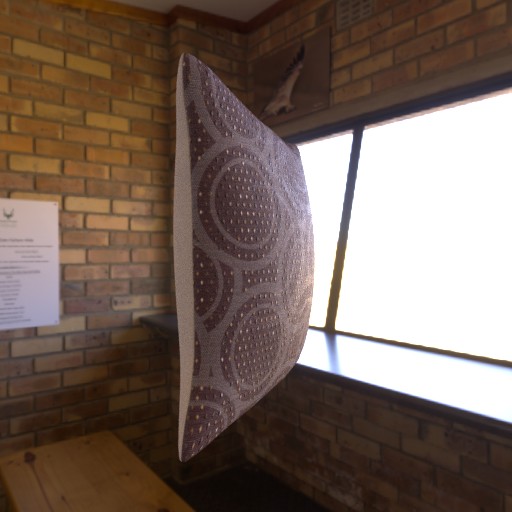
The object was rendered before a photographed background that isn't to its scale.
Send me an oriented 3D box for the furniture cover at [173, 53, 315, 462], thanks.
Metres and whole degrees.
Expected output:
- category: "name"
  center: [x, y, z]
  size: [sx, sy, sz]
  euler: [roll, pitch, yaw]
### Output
- category: "furniture cover"
  center: [0.000, 0.000, 0.801]
  size: [0.193, 0.509, 0.552]
  euler: [0, 1, 20]
